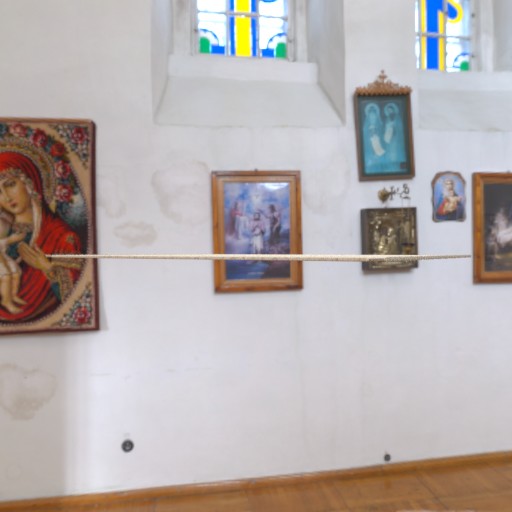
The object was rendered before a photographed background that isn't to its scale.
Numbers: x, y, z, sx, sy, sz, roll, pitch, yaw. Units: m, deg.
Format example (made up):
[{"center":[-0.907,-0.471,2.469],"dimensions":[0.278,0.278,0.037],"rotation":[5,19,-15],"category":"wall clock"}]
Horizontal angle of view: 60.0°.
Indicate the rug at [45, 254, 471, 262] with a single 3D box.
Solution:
[{"center":[0.000,0.000,2.234],"dimensions":[1.771,0.015,1.223],"rotation":[0,1,36],"category":"rug"}]
